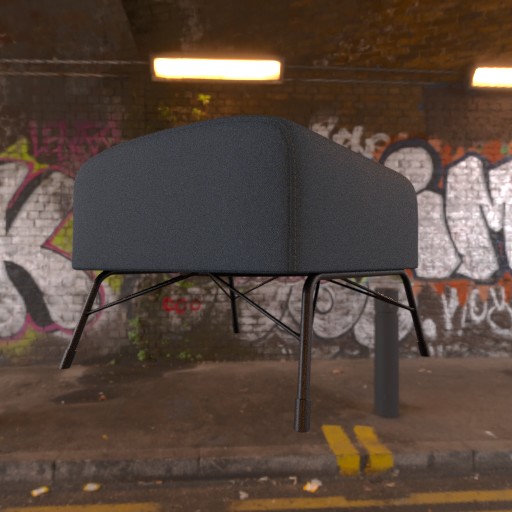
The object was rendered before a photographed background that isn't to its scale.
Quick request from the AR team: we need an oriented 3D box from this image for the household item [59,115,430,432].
[{"bbox_3d":[0.000,0.000,0.884,0.530,0.420,0.530,-1,-1,36],"label":"household item"}]
